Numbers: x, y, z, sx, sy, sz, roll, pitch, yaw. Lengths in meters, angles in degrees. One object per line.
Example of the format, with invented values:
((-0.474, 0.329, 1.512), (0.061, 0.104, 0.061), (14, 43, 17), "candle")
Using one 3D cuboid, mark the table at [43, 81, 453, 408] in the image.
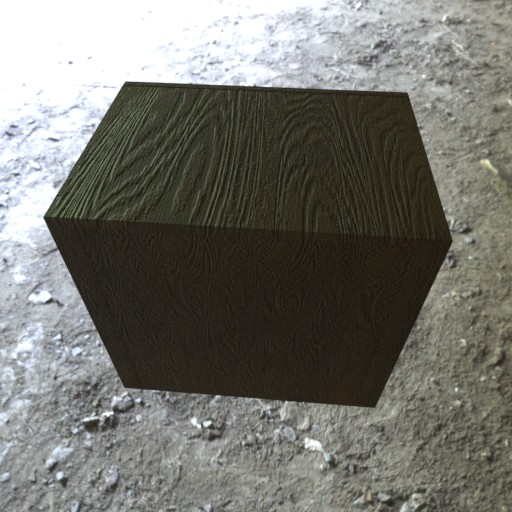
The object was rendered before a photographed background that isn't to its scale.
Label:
((0.000, 0.000, 0.964), (0.560, 0.585, 0.439), (4, 48, 3), "table")
